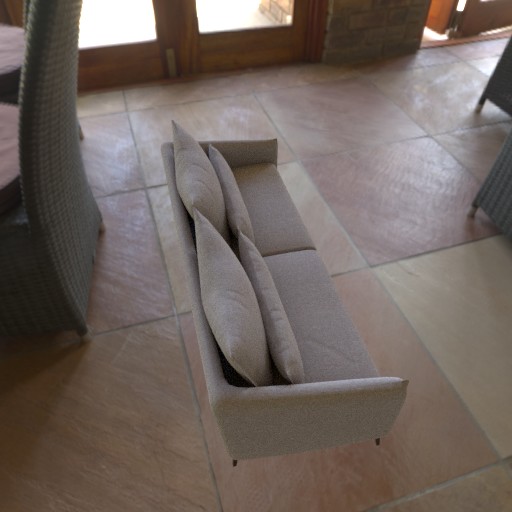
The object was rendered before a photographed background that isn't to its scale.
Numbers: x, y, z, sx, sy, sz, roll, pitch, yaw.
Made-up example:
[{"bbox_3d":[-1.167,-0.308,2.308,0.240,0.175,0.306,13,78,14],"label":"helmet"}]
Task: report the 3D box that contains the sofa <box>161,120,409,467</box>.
[{"bbox_3d":[0.000,0.000,2.457,0.809,0.833,2.022,-10,47,-10],"label":"sofa"}]
